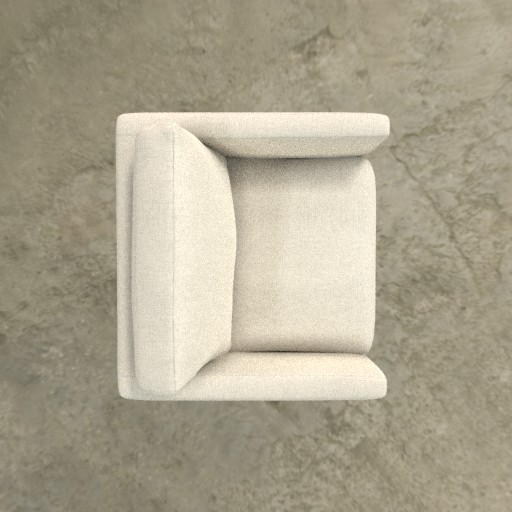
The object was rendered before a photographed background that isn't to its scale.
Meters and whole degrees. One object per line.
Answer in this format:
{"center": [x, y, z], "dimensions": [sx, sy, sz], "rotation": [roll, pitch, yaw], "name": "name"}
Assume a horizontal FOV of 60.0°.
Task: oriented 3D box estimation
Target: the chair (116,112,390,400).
{"center": [0.000, 0.000, 1.753], "dimensions": [0.959, 0.919, 0.996], "rotation": [0, 91, 0], "name": "chair"}
